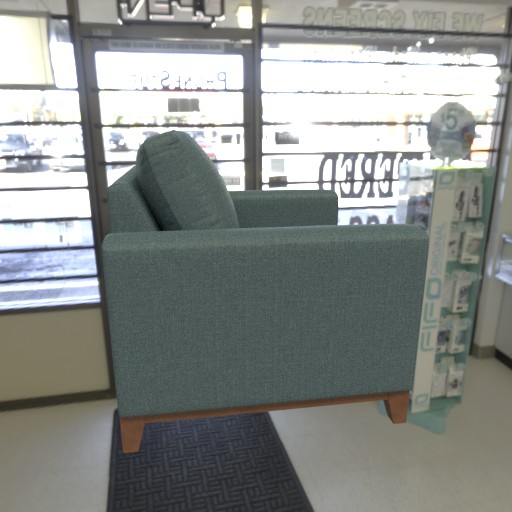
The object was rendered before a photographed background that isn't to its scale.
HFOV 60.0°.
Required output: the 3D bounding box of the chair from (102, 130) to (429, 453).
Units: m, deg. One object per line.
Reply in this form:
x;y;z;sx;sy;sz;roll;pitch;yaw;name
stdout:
0.000;0.000;1.848;1.038;1.010;1.024;-3;17;-9;chair
